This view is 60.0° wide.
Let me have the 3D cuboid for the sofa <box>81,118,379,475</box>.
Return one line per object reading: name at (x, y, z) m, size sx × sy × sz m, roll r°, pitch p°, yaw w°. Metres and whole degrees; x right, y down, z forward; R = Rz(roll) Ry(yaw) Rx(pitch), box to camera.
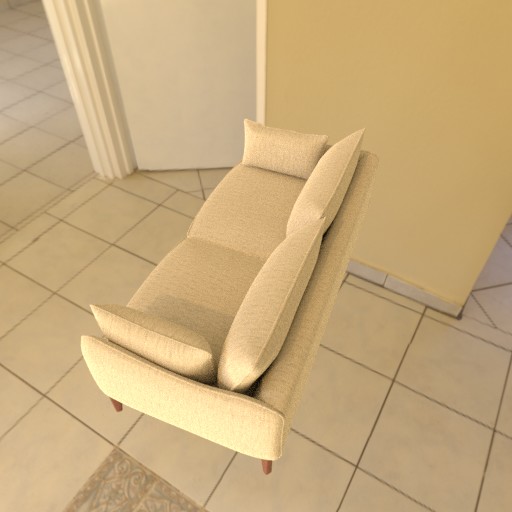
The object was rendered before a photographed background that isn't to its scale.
sofa at (0.000, 0.000, 2.549) m, size 0.991 × 0.860 × 1.989 m, roll 16°, pitch 48°, yaw 15°
